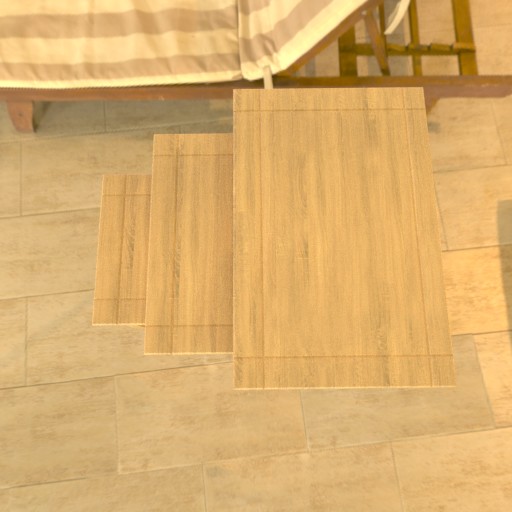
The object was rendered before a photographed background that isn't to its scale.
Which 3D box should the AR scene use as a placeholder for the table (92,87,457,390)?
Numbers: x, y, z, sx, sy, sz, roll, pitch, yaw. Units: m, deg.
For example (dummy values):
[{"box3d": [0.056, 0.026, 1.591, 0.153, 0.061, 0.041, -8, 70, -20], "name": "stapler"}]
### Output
[{"box3d": [0.000, 0.000, 1.195, 0.773, 0.535, 0.660, -1, 77, 0], "name": "table"}]
